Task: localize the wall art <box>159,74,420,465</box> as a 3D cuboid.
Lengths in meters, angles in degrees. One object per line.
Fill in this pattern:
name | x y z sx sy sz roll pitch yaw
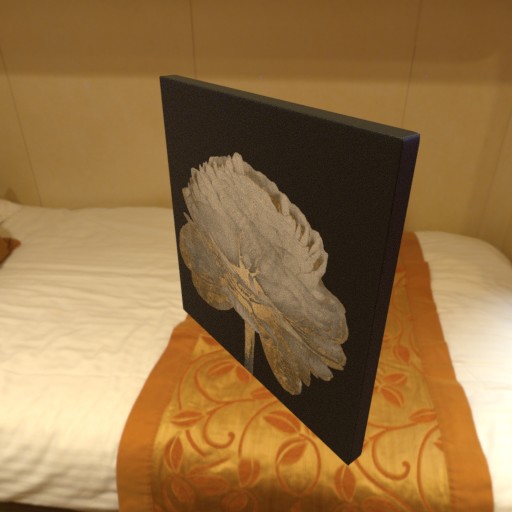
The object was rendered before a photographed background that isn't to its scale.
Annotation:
wall art | 0.000 0.000 0.886 0.043 0.611 0.610 -21 36 -32
